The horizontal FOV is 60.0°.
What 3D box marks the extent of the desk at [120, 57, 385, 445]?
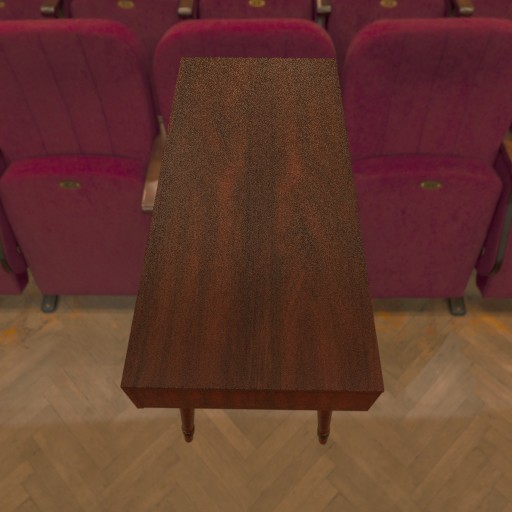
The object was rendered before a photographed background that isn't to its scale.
[{"bbox_3d":[0.000,0.000,2.094,0.734,1.031,1.577,1,56,0],"label":"desk"}]
